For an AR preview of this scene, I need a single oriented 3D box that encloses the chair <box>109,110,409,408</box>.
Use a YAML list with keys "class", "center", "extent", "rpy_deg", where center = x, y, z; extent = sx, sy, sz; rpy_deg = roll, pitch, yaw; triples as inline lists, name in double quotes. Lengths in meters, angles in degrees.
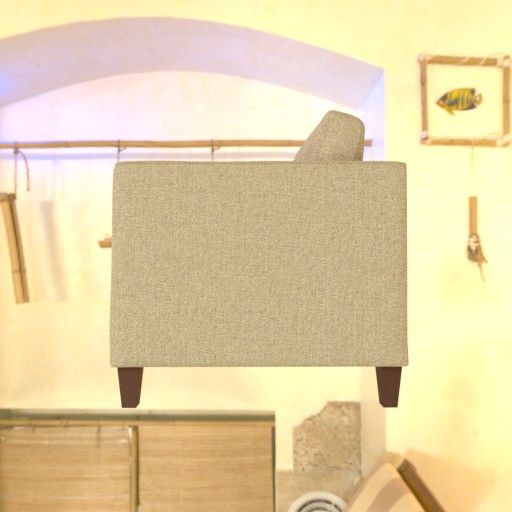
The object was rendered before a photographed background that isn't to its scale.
- class: "chair"
  center: [0.000, 0.000, 1.890]
  extent: [0.959, 0.961, 1.107]
  rpy_deg: [0, -1, 0]
